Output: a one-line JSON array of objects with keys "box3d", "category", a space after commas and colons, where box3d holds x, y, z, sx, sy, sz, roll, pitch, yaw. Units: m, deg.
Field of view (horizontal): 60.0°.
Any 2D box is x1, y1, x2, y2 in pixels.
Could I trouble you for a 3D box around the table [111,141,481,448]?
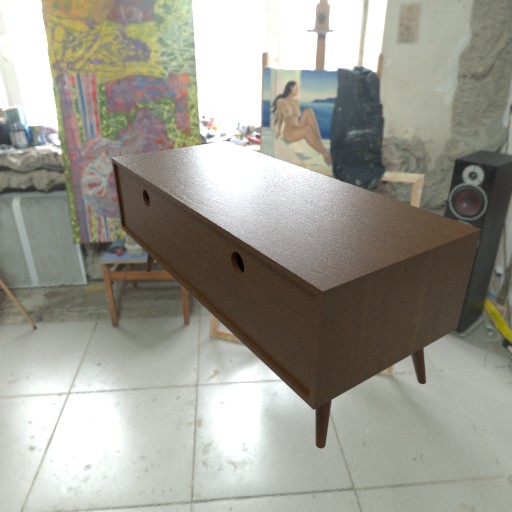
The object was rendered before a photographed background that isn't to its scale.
[{"box3d": [0.000, 0.000, 1.402, 0.490, 0.464, 1.119, -17, 31, -30], "category": "table"}]
